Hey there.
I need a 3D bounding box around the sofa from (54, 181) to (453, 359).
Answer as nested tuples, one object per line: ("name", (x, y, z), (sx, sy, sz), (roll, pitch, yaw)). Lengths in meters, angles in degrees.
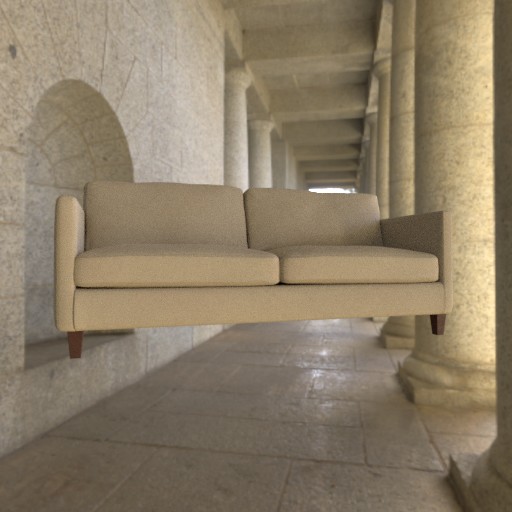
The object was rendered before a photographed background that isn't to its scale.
("sofa", (0.000, 0.000, 2.710), (2.181, 0.932, 0.948), (0, 0, -18))
